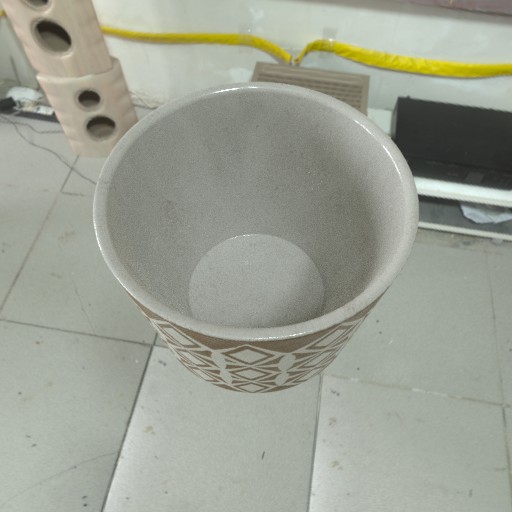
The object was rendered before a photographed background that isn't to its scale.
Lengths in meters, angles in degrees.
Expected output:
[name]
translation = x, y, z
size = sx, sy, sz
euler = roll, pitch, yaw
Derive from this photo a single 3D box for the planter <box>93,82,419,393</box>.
[planter]
translation = 0.000, 0.000, 0.453
size = 0.260, 0.220, 0.260
euler = 0, 59, 0
